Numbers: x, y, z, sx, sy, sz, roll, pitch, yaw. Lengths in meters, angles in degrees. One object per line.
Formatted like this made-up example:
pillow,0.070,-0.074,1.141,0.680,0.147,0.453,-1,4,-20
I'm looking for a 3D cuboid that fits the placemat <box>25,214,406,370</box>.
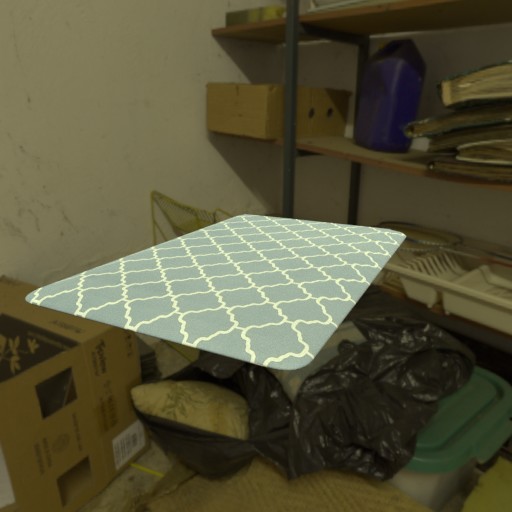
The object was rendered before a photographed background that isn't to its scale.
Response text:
placemat,0.000,0.000,0.947,0.508,0.021,0.762,8,19,26
